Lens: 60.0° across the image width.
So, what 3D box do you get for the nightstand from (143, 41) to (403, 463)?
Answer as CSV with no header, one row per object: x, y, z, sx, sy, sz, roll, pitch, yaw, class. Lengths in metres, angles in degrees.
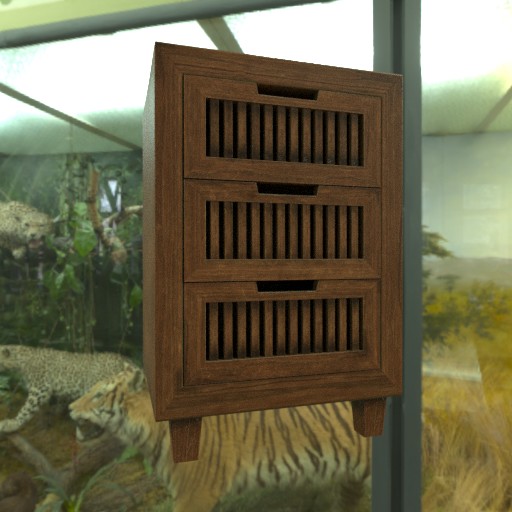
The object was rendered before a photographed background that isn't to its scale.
0.000,0.000,0.976,0.465,0.695,0.410,0,0,-17,nightstand
